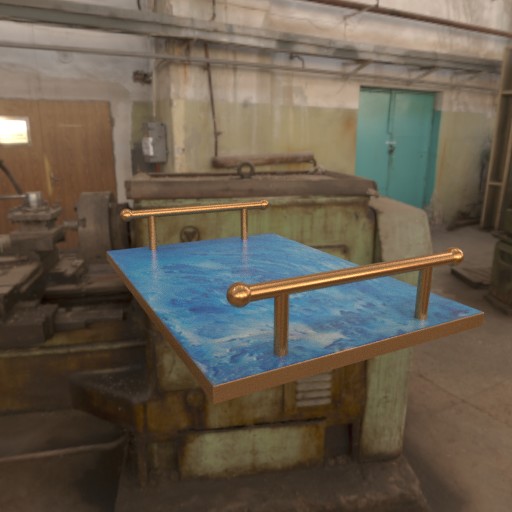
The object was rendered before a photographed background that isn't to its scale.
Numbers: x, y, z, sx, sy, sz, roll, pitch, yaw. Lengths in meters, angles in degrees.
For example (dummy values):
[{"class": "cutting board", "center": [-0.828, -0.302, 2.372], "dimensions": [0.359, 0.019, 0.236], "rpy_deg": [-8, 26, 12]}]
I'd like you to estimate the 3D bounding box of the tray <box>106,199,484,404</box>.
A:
[{"class": "tray", "center": [0.000, 0.000, 0.574], "dimensions": [0.304, 0.084, 0.444], "rpy_deg": [-8, 17, -27]}]
